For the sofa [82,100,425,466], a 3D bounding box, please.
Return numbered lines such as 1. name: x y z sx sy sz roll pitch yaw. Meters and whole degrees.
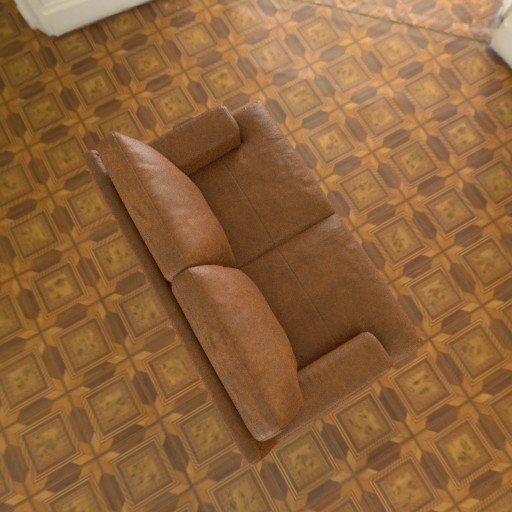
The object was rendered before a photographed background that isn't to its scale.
1. sofa: 0.000 0.000 2.530 1.144 0.966 1.880 -30 77 -8
